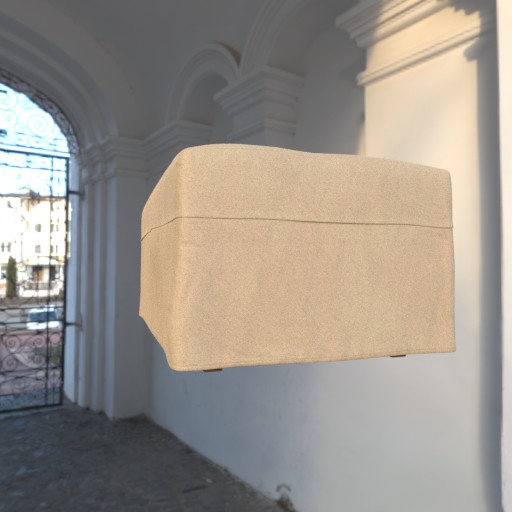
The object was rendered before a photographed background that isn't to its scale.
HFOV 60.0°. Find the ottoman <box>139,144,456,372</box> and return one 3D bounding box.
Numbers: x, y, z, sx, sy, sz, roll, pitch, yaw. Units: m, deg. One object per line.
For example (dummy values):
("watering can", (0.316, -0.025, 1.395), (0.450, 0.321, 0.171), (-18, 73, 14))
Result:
("ottoman", (0.000, 0.000, 1.216), (0.590, 0.444, 0.872), (0, -1, -19))
